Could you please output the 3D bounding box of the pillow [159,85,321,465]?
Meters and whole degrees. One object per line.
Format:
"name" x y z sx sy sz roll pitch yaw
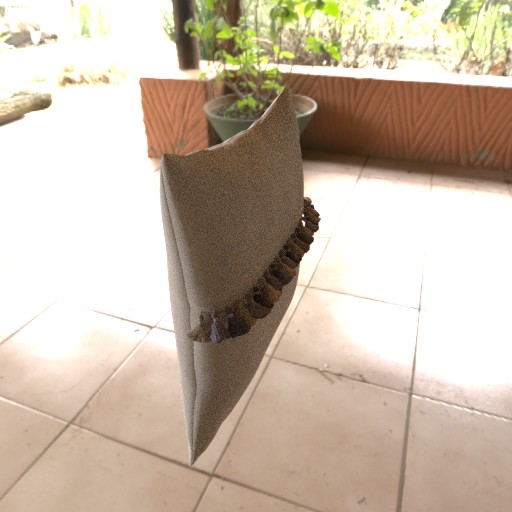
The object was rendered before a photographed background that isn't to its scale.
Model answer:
"pillow" 0.000 0.000 0.747 0.165 0.481 0.489 10 31 17
